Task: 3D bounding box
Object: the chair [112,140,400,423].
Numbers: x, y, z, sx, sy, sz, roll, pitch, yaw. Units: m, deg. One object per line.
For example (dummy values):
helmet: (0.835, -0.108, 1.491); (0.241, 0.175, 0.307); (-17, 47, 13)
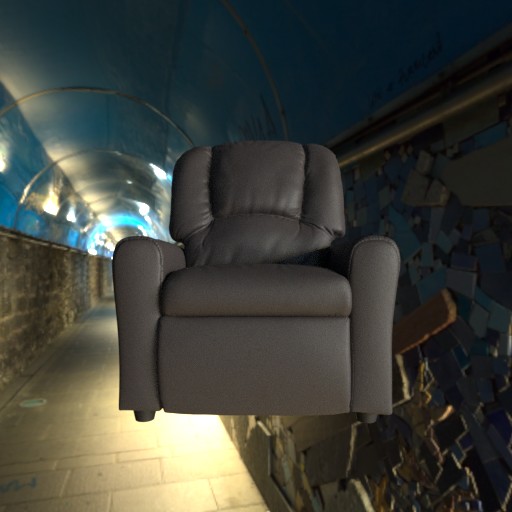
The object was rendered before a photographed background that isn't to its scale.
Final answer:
chair: (0.000, 0.000, 1.145); (0.610, 0.709, 0.521); (0, -1, 1)
